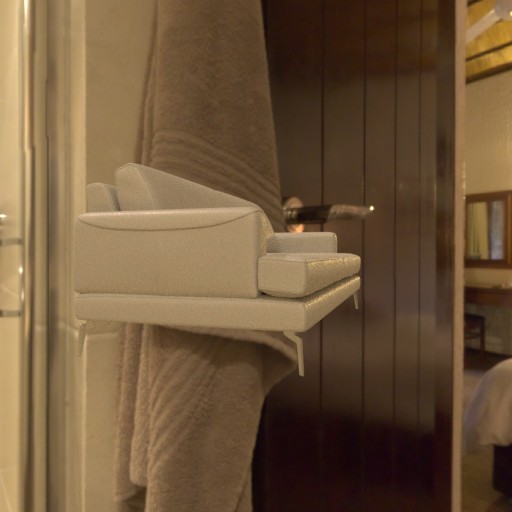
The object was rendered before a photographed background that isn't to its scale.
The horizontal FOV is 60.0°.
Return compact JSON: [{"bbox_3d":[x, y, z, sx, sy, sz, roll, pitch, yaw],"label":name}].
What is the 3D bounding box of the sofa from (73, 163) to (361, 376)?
[{"bbox_3d":[0.000,0.000,2.458,0.974,0.765,1.940,0,0,18],"label":"sofa"}]
